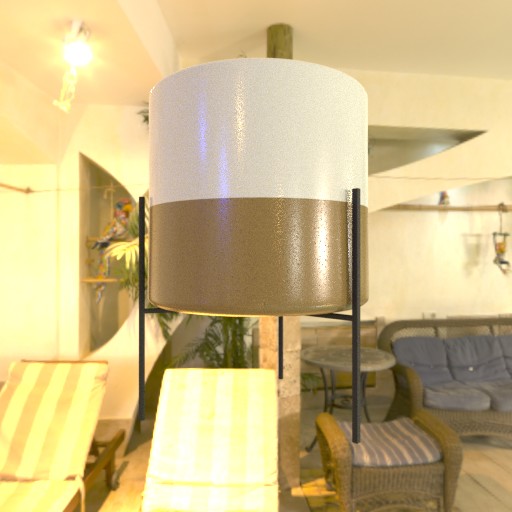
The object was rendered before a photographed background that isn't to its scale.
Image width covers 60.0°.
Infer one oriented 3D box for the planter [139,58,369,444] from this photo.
[{"bbox_3d":[0.000,0.000,0.629,0.310,0.432,0.310,0,0,0],"label":"planter"}]
